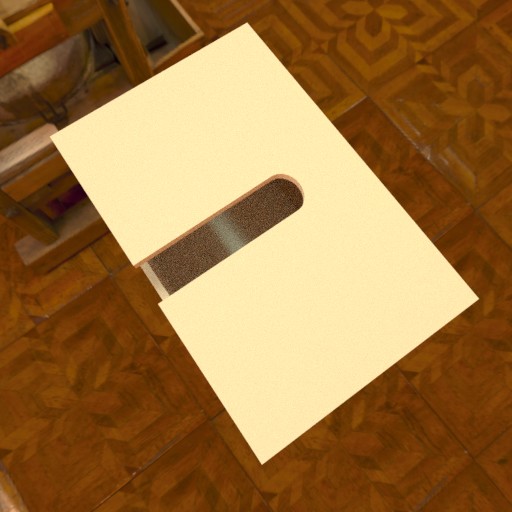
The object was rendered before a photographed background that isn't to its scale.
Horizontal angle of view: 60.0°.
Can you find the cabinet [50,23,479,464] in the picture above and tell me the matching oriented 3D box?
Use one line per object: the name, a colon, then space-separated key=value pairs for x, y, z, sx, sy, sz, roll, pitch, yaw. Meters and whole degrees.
cabinet: x=0.000 y=0.000 z=0.939 sx=0.400 sy=0.522 sz=0.600 roll=-34 pitch=77 yaw=-9
